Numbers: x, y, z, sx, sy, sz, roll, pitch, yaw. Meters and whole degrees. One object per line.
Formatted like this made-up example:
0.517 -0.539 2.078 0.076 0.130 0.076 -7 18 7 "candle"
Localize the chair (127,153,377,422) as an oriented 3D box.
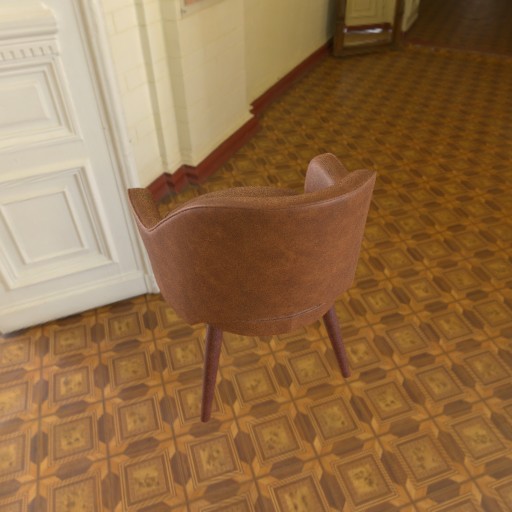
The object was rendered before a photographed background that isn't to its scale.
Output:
0.000 0.000 1.205 0.591 0.777 0.640 -13 43 -14 "chair"
